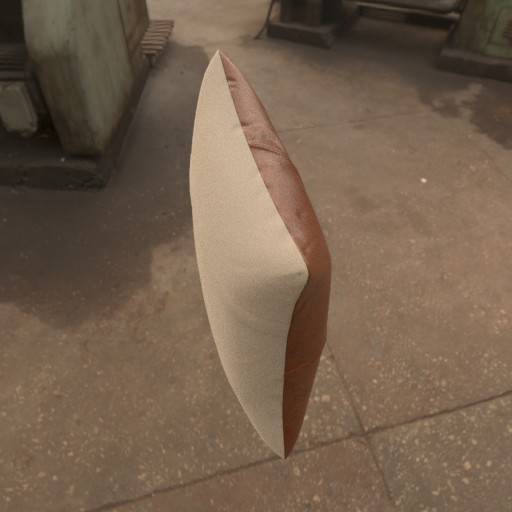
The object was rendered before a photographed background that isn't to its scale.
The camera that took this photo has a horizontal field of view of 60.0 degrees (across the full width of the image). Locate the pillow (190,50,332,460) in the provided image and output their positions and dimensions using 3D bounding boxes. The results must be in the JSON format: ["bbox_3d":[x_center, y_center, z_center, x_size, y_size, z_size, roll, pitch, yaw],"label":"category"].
[{"bbox_3d":[0.000,0.000,0.733,0.192,0.477,0.501,-9,47,-9],"label":"pillow"}]
